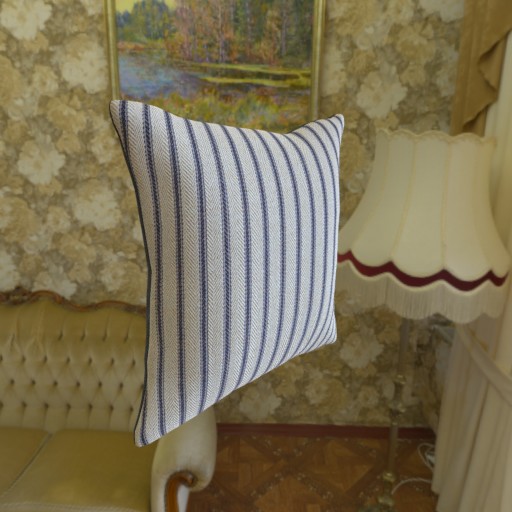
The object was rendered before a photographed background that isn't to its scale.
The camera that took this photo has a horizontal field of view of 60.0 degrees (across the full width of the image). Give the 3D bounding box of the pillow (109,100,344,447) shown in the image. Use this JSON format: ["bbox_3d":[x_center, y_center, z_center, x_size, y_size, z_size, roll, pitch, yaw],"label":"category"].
[{"bbox_3d":[0.000,0.000,0.697,0.138,0.444,0.468,13,19,42],"label":"pillow"}]
